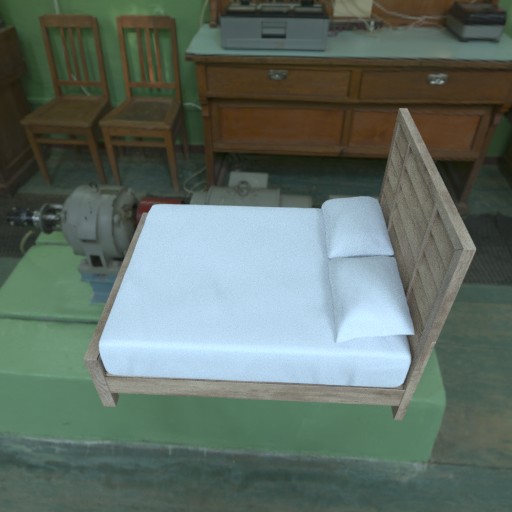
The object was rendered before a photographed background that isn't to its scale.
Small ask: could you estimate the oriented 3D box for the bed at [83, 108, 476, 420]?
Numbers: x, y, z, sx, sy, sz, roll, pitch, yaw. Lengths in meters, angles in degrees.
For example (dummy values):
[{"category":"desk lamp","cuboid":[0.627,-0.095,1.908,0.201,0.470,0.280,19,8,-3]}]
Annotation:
[{"category":"bed","cuboid":[0.000,0.000,3.299,2.197,1.626,1.626,2,42,2]}]
